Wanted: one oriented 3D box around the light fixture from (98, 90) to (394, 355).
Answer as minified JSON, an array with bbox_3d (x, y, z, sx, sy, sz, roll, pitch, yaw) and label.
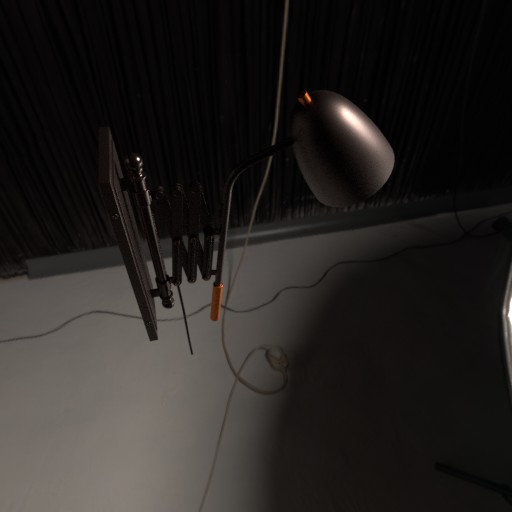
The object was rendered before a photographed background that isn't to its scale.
[{"bbox_3d":[0.000,0.000,0.938,0.499,0.715,0.162,-10,48,-9],"label":"light fixture"}]
